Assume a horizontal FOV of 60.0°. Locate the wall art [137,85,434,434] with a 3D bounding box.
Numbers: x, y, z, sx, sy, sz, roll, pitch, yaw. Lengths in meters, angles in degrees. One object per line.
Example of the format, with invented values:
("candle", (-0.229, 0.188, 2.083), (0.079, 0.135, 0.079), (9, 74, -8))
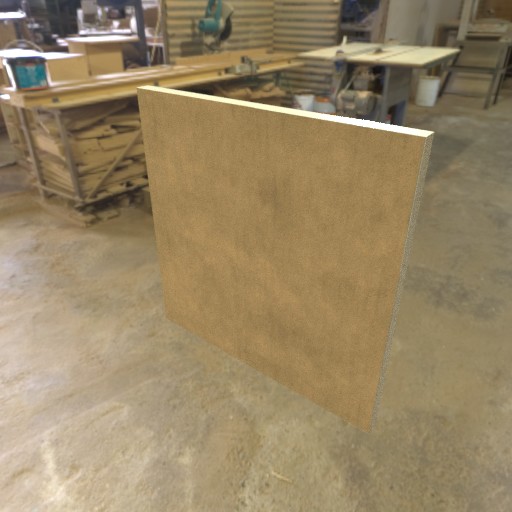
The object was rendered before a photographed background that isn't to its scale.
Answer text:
("wall art", (0.000, 0.000, 0.689), (0.455, 0.453, 0.023), (22, 37, 32))
